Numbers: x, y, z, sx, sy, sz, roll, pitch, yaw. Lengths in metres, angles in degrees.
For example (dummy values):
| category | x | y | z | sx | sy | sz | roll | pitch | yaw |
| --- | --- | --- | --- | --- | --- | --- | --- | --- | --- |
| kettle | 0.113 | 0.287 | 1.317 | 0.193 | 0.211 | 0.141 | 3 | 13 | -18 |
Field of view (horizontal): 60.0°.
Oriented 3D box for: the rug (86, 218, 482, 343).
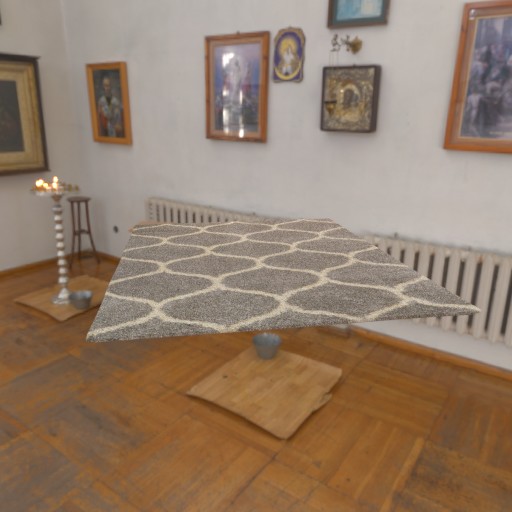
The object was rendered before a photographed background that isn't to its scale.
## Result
| category | x | y | z | sx | sy | sz | roll | pitch | yaw |
| --- | --- | --- | --- | --- | --- | --- | --- | --- | --- |
| rug | 0.000 | 0.000 | 4.013 | 2.399 | 0.026 | 3.000 | -3 | 16 | -9 |
